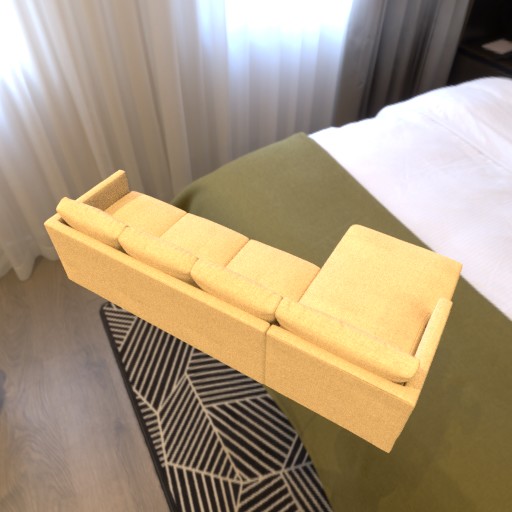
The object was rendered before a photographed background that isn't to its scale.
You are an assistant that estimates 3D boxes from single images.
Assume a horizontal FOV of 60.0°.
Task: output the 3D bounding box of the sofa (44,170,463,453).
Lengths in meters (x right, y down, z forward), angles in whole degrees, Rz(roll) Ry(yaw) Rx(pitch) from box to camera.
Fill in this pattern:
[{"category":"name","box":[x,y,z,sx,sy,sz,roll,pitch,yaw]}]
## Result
[{"category":"sofa","box":[0.000,0.000,3.836,3.205,0.922,1.650,23,50,21]}]
